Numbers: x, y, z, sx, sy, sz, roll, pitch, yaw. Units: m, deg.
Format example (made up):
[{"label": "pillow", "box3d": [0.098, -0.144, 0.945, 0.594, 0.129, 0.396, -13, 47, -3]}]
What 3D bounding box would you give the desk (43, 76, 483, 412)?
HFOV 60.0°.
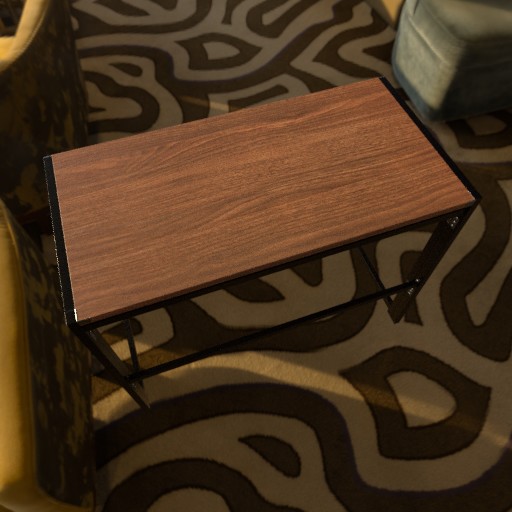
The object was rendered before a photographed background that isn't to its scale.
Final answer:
[{"label": "desk", "box3d": [0.000, 0.000, 1.455, 1.016, 0.762, 0.508, -17, 59, -10]}]
